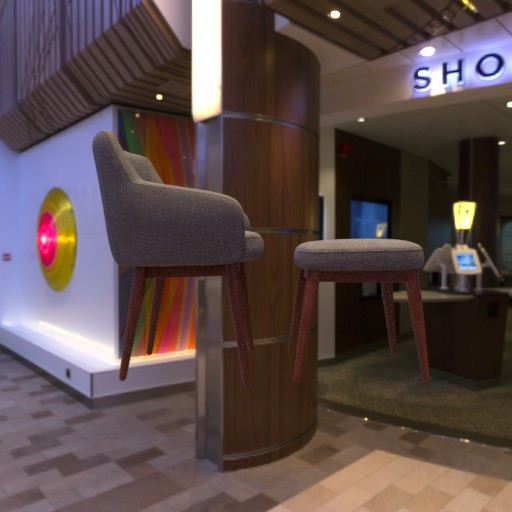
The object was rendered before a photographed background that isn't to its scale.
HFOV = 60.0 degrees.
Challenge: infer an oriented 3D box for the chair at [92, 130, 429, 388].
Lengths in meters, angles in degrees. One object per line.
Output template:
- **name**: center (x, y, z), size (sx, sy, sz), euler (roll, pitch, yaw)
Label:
- **chair**: center (0.000, 0.000, 1.582), size (1.107, 0.799, 0.584), euler (0, 1, 1)
